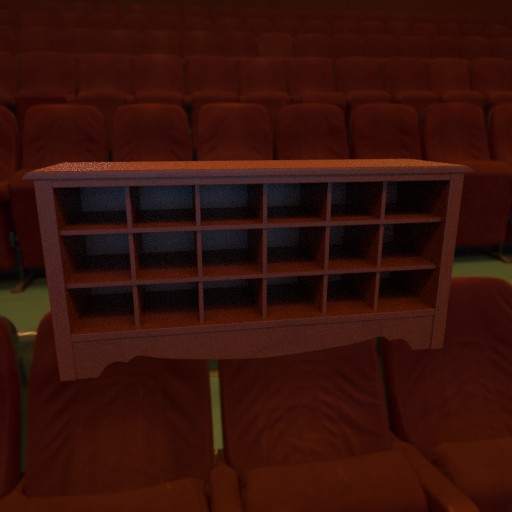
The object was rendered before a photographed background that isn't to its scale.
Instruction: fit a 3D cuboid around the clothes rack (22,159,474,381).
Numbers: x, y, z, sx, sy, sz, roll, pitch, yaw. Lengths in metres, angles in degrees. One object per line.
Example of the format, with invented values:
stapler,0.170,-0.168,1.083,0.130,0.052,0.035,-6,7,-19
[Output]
clothes rack,0.000,0.000,1.460,1.251,0.594,0.362,-3,16,-9
